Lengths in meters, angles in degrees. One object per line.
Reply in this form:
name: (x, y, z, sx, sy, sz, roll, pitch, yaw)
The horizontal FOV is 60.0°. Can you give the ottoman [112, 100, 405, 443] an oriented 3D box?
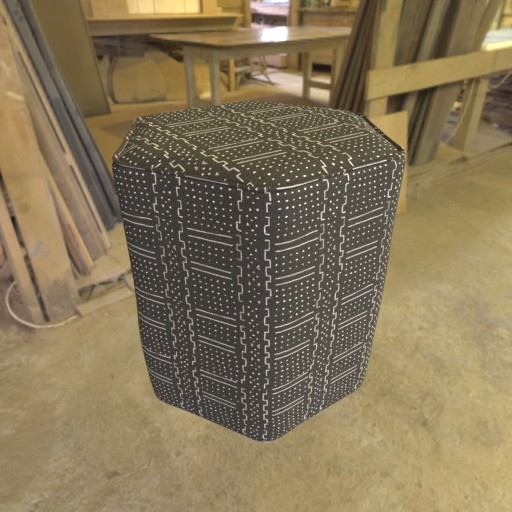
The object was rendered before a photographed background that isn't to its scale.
ottoman: (0.000, 0.000, 0.863, 0.494, 0.502, 0.443, -20, 36, -29)
